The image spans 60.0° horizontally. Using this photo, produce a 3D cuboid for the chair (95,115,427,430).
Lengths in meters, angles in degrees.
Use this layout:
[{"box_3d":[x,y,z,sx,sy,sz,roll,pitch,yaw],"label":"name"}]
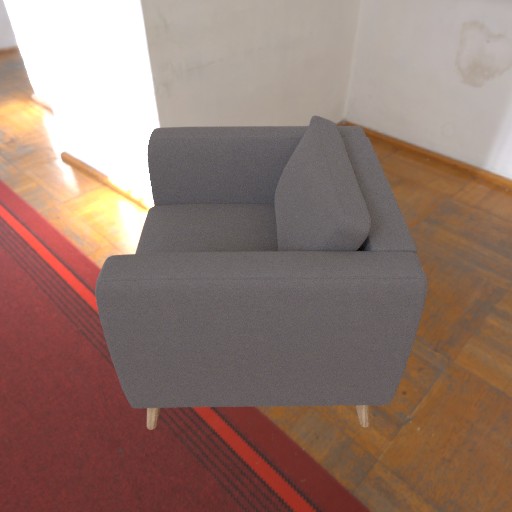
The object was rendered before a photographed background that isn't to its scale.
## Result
[{"box_3d":[0.000,0.000,1.714,0.930,0.860,1.000,0,41,0],"label":"chair"}]
